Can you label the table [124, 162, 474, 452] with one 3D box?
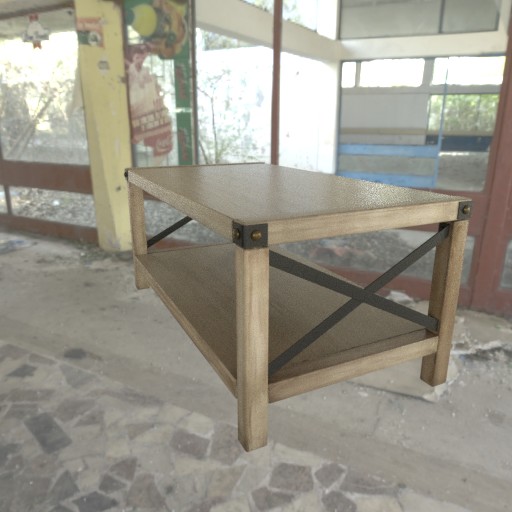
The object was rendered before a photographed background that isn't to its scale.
[{"bbox_3d":[0.000,0.000,1.326,0.559,0.456,1.016,-8,19,-25],"label":"table"}]
